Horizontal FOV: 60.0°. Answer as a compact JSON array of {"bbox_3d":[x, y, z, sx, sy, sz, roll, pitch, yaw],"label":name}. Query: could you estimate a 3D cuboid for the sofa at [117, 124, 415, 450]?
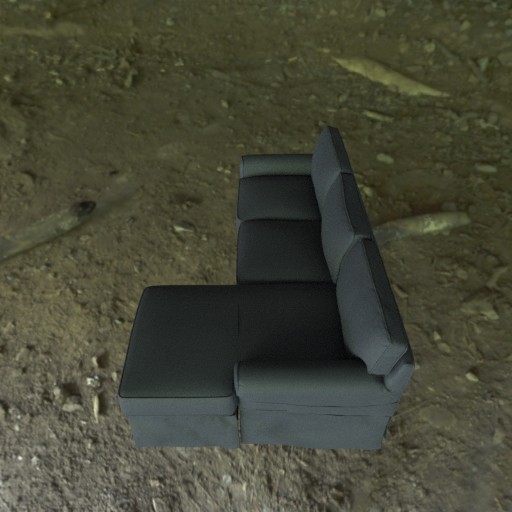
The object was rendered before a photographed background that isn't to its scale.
[{"bbox_3d":[0.000,0.000,3.373,1.637,1.039,2.518,0,42,-1],"label":"sofa"}]
